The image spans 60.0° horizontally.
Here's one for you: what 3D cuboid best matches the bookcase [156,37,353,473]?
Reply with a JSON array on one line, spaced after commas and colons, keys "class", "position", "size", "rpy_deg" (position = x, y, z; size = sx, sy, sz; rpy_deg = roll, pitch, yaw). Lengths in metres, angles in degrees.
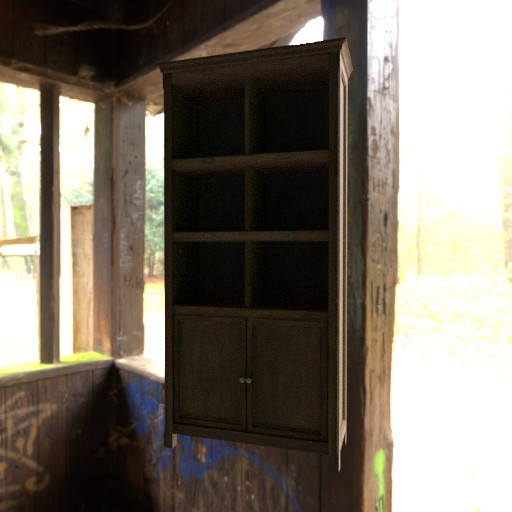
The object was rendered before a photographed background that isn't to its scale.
[{"class": "bookcase", "position": [0.000, 0.000, 2.190], "size": [0.906, 1.880, 0.348], "rpy_deg": [0, 1, 17]}]
